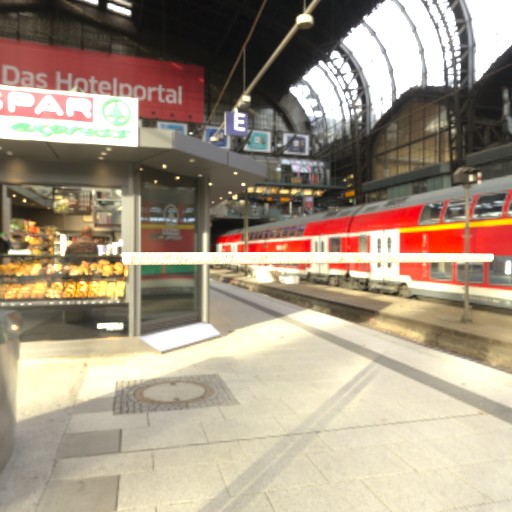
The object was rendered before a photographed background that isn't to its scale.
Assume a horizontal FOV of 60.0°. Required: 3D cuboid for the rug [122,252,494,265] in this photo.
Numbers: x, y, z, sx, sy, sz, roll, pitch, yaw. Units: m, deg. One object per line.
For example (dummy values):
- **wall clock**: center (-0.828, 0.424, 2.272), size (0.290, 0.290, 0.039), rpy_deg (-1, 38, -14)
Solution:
- **rug**: center (0.000, 0.000, 2.074), size (1.200, 0.027, 1.600), rpy_deg (0, 1, -17)
